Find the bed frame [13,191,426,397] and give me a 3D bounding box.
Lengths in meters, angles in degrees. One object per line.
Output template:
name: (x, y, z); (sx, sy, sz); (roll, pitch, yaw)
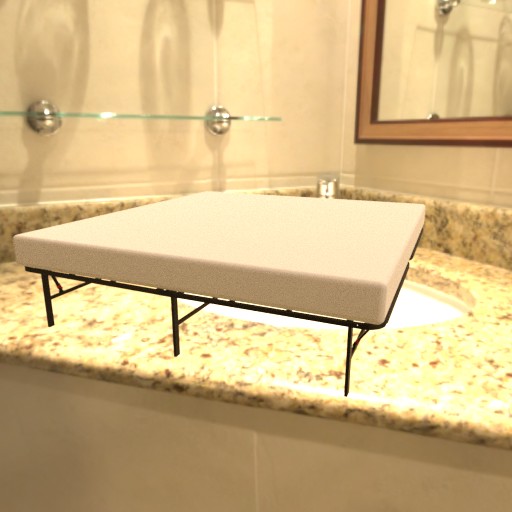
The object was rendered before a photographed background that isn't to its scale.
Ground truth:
bed frame: (0.000, 0.000, 2.921); (1.935, 0.525, 2.033); (7, 17, 23)
